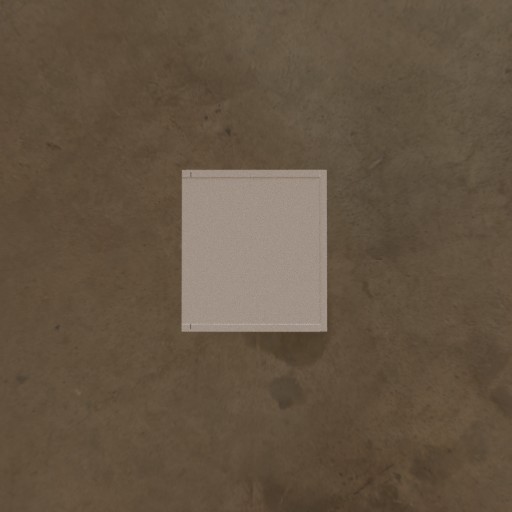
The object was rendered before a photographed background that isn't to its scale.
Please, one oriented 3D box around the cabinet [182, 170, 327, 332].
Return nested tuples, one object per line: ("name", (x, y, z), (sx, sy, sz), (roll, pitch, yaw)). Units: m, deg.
("cabinet", (0.000, 0.000, 1.522), (0.269, 1.400, 0.300), (0, 89, 0))
